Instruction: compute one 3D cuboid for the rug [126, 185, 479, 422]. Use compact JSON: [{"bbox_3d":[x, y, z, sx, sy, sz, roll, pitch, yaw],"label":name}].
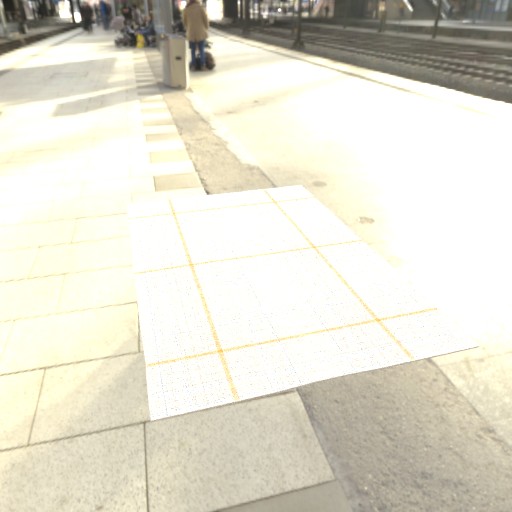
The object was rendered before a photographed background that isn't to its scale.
[{"bbox_3d":[0.000,0.000,2.290,1.232,0.015,1.825,-8,30,-14],"label":"rug"}]
